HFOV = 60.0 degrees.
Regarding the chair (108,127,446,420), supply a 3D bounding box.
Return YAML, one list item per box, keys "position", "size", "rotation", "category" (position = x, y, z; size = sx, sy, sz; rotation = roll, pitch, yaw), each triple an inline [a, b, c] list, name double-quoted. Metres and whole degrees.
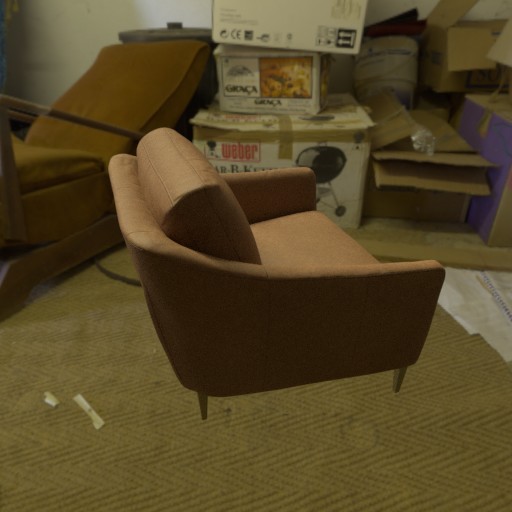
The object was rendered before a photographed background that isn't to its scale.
- position: [0.000, 0.000, 1.711]
  size: [0.963, 0.895, 0.988]
  rotation: [-10, 32, -17]
  category: "chair"
